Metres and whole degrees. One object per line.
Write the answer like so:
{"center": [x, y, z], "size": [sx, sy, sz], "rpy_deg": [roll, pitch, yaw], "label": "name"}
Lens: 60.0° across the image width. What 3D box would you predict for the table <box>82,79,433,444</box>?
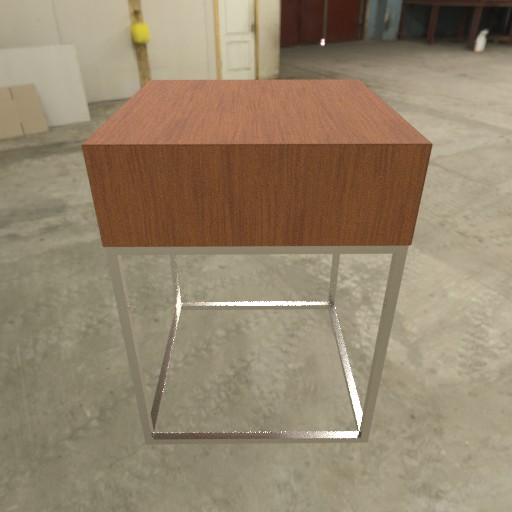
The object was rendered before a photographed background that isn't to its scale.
{"center": [0.000, 0.000, 0.812], "size": [0.398, 0.540, 0.397], "rpy_deg": [0, 32, 0], "label": "table"}
